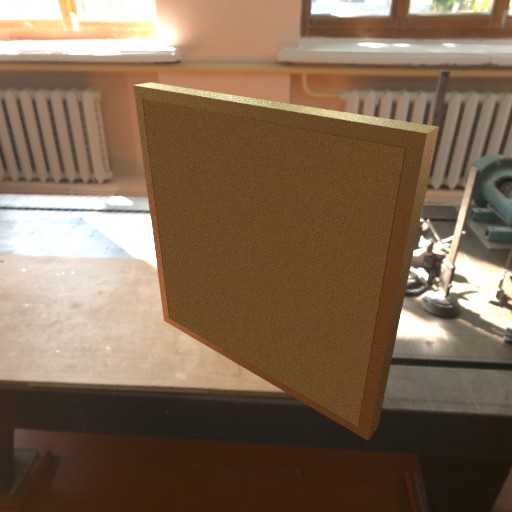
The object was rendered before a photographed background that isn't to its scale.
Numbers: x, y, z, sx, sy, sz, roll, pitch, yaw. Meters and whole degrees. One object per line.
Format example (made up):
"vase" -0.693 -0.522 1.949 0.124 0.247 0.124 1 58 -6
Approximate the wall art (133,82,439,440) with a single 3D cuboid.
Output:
"wall art" 0.000 0.000 1.920 1.284 1.284 0.095 22 36 33
